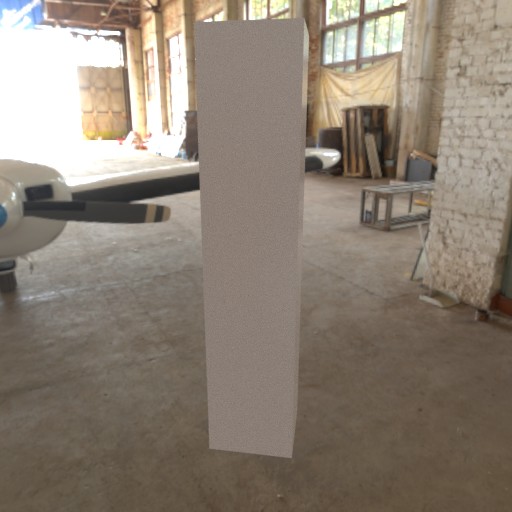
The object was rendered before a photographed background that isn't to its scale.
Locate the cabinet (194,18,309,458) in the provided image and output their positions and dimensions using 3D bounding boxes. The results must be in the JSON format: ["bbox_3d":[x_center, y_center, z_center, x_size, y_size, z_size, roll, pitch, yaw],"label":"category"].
[{"bbox_3d":[0.000,0.000,1.515,0.300,1.400,0.269,3,17,9],"label":"cabinet"}]
